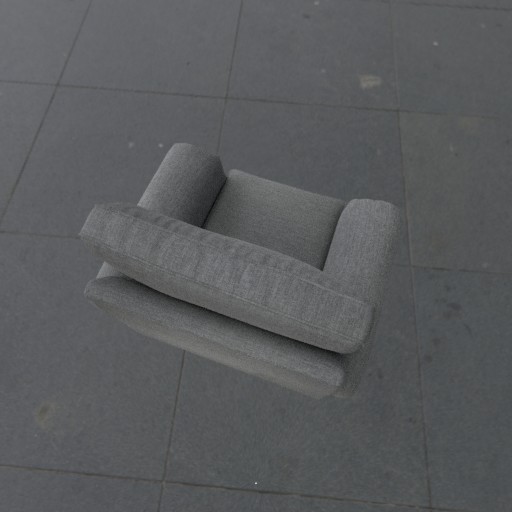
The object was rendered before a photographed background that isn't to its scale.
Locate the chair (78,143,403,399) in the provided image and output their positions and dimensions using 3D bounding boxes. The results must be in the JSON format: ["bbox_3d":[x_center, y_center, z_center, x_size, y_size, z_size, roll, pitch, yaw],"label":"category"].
[{"bbox_3d":[0.000,0.000,1.901,1.092,0.961,0.965,18,64,9],"label":"chair"}]
